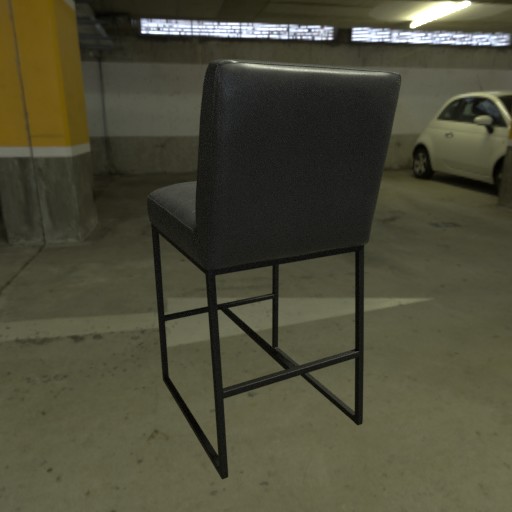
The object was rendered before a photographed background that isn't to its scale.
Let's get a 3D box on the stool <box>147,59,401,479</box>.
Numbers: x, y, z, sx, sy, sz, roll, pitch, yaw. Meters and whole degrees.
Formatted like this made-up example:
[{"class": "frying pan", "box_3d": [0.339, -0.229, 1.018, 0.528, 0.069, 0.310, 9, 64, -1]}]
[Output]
[{"class": "stool", "box_3d": [0.000, 0.000, 1.228, 0.457, 0.938, 0.552, -9, 19, -27]}]
